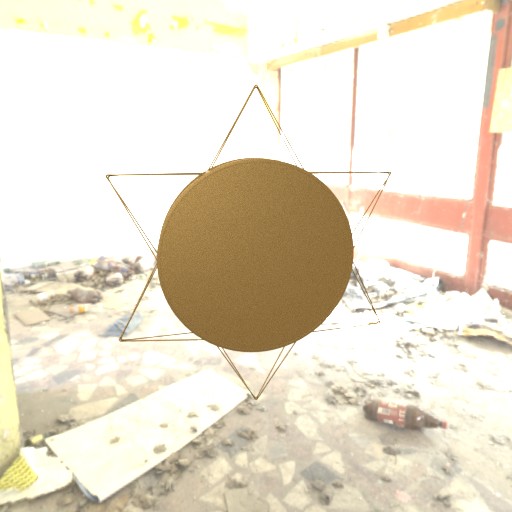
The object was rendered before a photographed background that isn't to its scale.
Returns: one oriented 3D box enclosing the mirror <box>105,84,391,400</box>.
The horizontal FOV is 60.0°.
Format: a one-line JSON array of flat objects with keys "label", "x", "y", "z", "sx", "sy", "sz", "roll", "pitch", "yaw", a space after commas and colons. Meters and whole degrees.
[{"label": "mirror", "x": 0.000, "y": 0.000, "z": 0.798, "sx": 0.498, "sy": 0.581, "sz": 0.062, "roll": -2, "pitch": 14, "yaw": -9}]
